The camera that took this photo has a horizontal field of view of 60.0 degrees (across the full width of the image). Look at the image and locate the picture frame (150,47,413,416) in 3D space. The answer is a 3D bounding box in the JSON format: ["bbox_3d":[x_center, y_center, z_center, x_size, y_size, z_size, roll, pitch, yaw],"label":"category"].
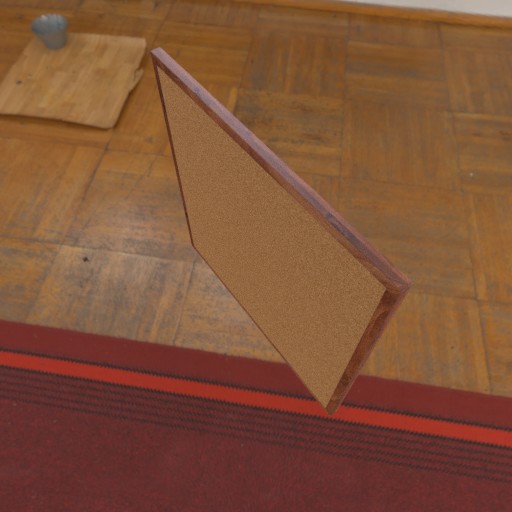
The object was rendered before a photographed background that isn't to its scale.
[{"bbox_3d":[0.000,0.000,1.223,0.029,0.817,0.810,-32,62,-19],"label":"picture frame"}]
